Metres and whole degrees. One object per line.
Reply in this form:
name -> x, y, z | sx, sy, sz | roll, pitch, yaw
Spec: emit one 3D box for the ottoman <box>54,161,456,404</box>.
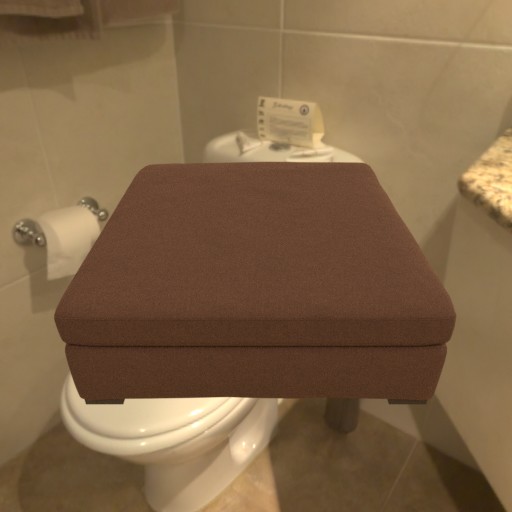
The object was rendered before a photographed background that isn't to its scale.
ottoman -> 0.000, 0.000, 1.822 | 1.181, 0.470, 1.181 | 0, 32, 0
